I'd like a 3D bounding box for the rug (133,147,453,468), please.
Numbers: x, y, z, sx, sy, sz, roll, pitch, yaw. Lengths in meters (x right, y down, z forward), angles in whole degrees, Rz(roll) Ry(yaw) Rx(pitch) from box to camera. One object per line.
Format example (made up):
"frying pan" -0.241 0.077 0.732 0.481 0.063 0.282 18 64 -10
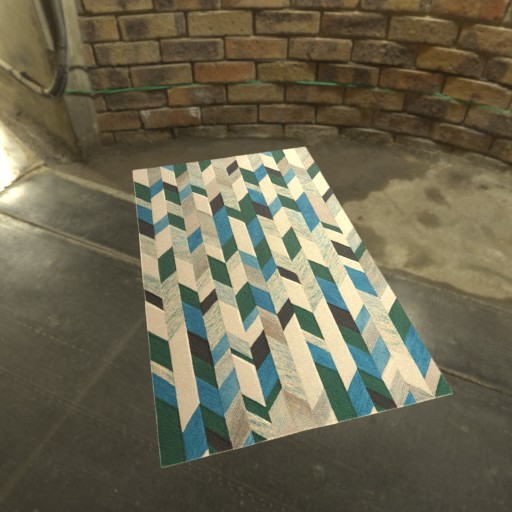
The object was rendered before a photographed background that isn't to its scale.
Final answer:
"rug" 0.000 0.000 2.972 1.507 0.007 2.433 -10 46 -10
